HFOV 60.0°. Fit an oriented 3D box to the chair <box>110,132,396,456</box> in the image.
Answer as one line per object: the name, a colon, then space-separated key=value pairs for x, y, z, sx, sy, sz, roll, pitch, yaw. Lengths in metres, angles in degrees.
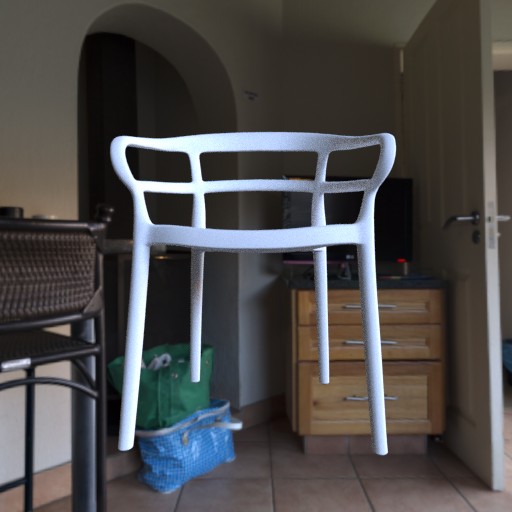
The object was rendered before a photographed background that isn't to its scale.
chair: x=0.000 y=0.000 z=1.096 sx=0.559 sy=0.761 sz=0.527 roll=0 pitch=0 yaw=2
